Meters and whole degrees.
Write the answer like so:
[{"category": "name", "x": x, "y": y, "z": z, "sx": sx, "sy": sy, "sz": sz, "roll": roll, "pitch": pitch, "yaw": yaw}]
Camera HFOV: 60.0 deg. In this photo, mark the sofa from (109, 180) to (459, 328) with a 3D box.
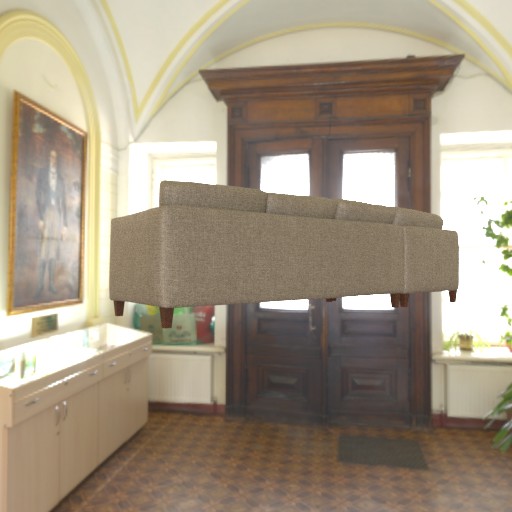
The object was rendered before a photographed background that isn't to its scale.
[{"category": "sofa", "x": 0.000, "y": 0.000, "z": 4.546, "sx": 3.302, "sy": 0.947, "sz": 2.593, "roll": 1, "pitch": -2, "yaw": -37}]
